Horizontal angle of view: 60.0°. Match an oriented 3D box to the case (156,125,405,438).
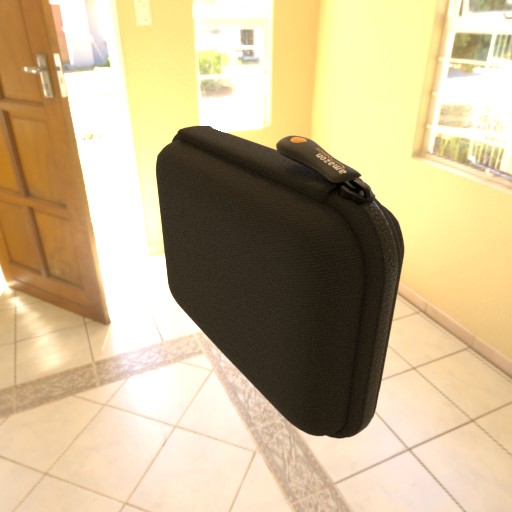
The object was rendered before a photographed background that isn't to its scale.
[{"bbox_3d":[0.000,0.000,0.181,0.038,0.105,0.132,-18,33,-30],"label":"case"}]
